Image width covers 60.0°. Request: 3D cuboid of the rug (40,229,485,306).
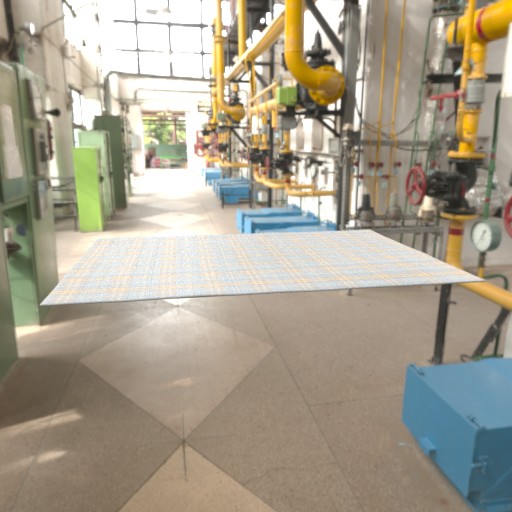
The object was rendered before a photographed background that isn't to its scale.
[{"bbox_3d":[0.000,0.000,2.371,1.835,0.012,1.231,-2,14,-9],"label":"rug"}]
